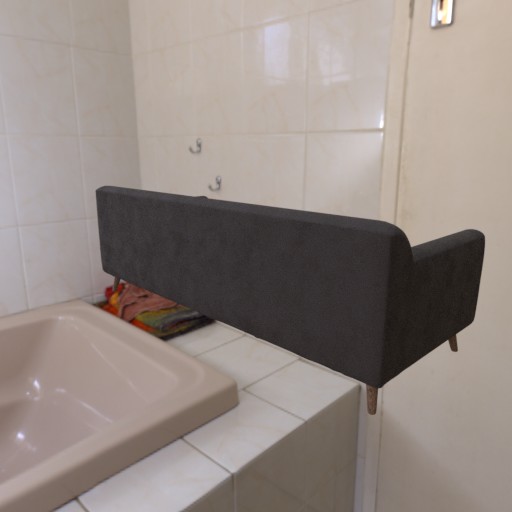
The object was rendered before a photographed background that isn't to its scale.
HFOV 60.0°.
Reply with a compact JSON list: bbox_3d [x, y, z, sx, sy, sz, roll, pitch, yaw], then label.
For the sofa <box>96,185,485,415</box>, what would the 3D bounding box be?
[{"bbox_3d":[0.000,0.000,2.580,0.900,0.740,2.190,-13,19,-43],"label":"sofa"}]
